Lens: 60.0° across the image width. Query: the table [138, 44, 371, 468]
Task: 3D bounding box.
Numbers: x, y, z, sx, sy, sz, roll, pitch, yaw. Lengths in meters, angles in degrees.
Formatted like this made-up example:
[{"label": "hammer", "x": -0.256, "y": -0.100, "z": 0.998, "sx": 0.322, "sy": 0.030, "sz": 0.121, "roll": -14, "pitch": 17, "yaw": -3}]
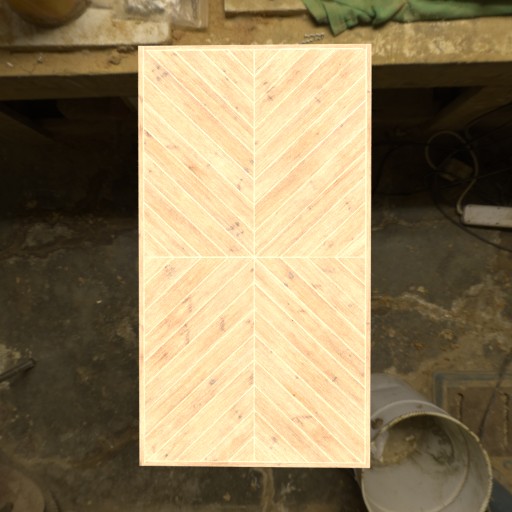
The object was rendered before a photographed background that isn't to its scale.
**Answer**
[{"label": "table", "x": 0.000, "y": 0.000, "z": 2.275, "sx": 0.991, "sy": 0.762, "sz": 1.803, "roll": 0, "pitch": 91, "yaw": 1}]
